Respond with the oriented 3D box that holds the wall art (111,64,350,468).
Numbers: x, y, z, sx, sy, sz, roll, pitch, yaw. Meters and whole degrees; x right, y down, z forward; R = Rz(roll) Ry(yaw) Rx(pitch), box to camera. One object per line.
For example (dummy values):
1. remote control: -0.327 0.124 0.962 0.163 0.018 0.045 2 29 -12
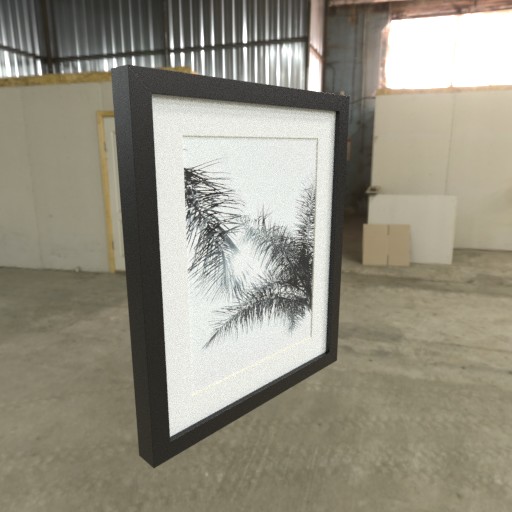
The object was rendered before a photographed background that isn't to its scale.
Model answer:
1. wall art: 0.000 0.000 0.525 0.028 0.380 0.325 13 19 43
